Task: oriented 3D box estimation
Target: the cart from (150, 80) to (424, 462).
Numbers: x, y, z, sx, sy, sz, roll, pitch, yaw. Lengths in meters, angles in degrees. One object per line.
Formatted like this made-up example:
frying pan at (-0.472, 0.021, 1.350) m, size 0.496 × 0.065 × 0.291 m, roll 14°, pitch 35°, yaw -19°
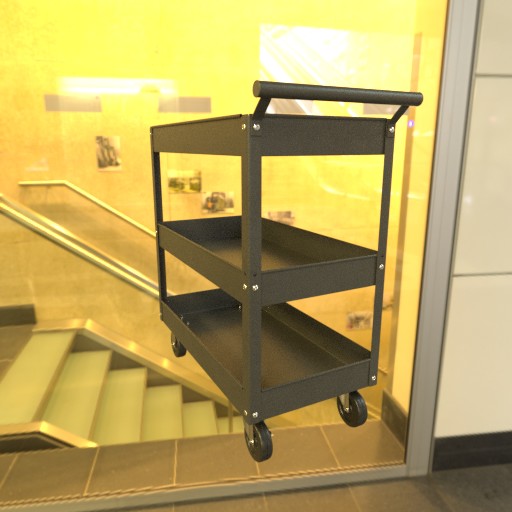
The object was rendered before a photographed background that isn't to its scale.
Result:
cart at (0.000, 0.000, 1.188) m, size 0.366 × 0.780 × 0.719 m, roll -7°, pitch 16°, yaw -27°
